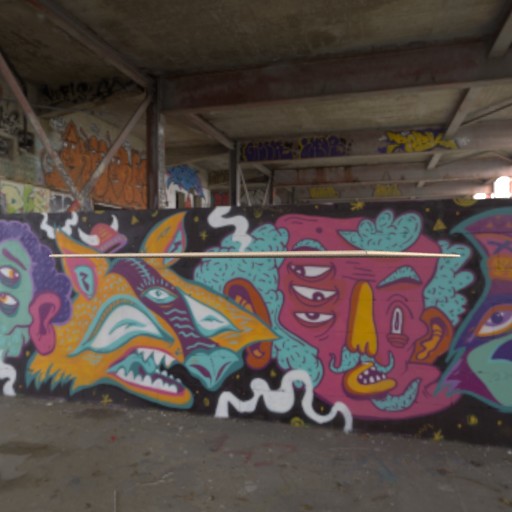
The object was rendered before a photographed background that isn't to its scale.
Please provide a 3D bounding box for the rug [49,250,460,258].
[{"bbox_3d":[0.000,0.000,2.758,2.081,0.020,1.525,0,-1,36],"label":"rug"}]
